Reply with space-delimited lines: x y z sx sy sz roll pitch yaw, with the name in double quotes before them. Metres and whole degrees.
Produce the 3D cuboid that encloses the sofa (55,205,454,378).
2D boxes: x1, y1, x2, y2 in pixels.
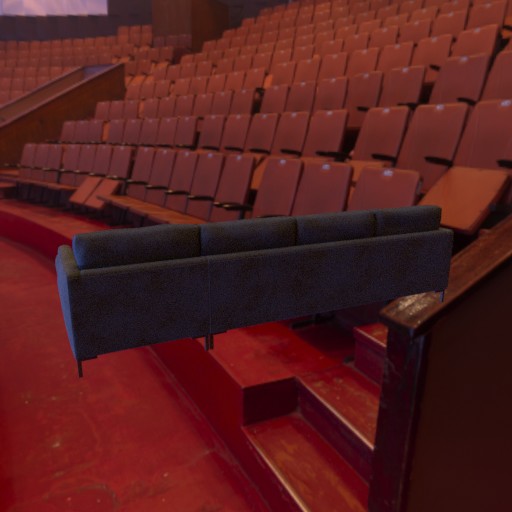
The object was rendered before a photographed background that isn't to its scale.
"sofa" 0.000 0.000 3.316 2.725 0.756 1.255 -7 16 -25
